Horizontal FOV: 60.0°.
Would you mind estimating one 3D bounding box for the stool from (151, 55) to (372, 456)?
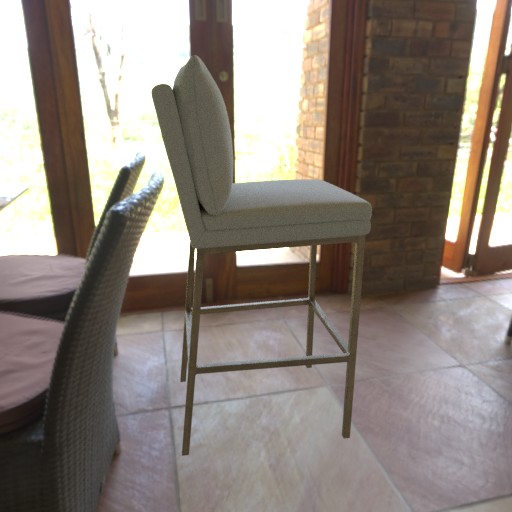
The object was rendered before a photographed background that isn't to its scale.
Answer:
[{"bbox_3d":[0.000,0.000,1.419,0.572,1.125,0.463,-3,18,-10],"label":"stool"}]
